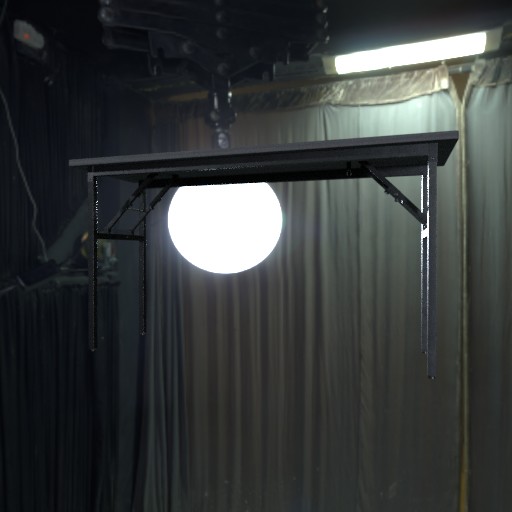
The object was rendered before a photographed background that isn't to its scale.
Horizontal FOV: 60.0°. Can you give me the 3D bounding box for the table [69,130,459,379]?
[{"bbox_3d":[0.000,0.000,1.735,1.399,0.750,0.449,0,1,18],"label":"table"}]
